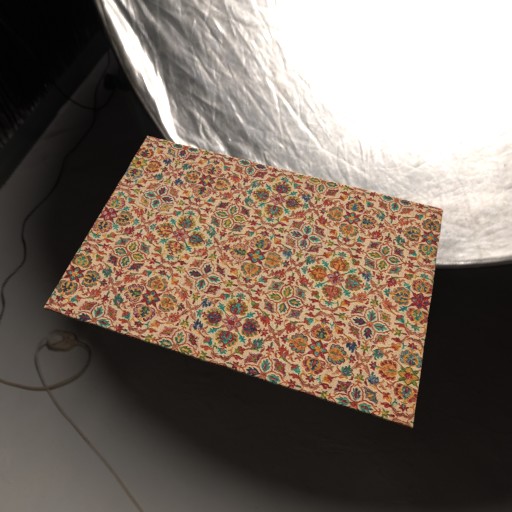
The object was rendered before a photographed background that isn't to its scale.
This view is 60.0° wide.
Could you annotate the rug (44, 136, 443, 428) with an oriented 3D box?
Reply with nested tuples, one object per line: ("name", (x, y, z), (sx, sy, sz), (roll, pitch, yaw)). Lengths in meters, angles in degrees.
("rug", (0.000, 0.000, 2.955), (2.297, 0.018, 1.541), (16, 62, 9))
